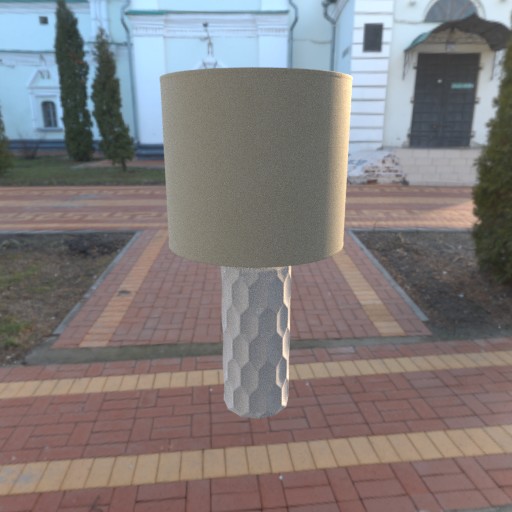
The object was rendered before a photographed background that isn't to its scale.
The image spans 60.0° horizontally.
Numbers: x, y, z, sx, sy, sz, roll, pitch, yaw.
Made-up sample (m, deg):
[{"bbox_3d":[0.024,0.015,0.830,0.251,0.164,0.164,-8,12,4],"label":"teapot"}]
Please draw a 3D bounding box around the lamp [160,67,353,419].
[{"bbox_3d":[0.000,0.000,0.722,0.277,0.537,0.277,3,16,10],"label":"lamp"}]
